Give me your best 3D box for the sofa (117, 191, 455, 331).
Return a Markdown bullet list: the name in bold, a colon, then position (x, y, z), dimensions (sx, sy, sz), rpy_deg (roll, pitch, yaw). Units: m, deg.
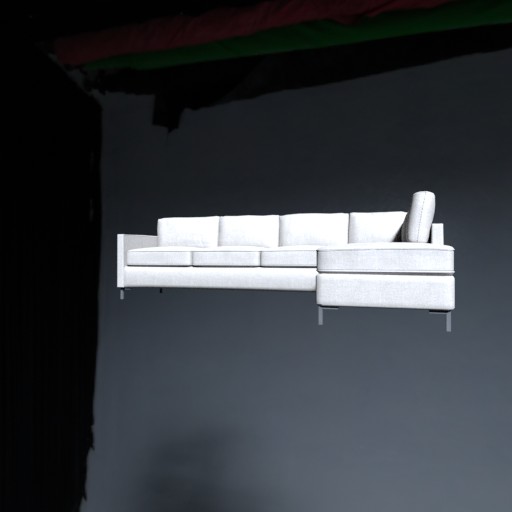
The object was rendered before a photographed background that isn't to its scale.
- **sofa**: position (0.000, 0.000, 4.271), dimensions (3.331, 0.964, 2.077), rpy_deg (0, 0, 19)
